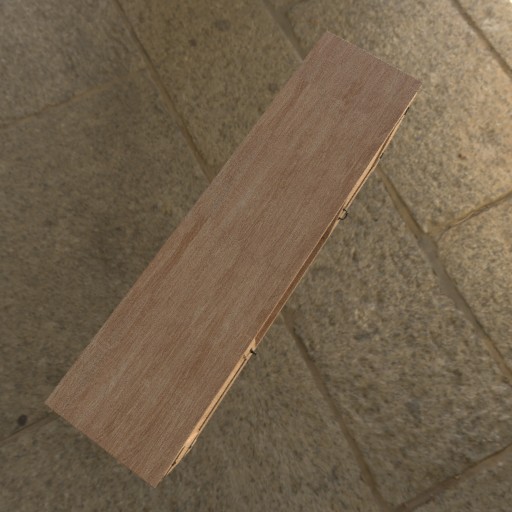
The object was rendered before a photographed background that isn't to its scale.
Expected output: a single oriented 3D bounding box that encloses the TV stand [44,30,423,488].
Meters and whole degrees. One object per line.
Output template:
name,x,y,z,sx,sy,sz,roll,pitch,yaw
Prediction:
TV stand,0.000,0.000,1.621,0.398,0.610,1.466,33,77,9
